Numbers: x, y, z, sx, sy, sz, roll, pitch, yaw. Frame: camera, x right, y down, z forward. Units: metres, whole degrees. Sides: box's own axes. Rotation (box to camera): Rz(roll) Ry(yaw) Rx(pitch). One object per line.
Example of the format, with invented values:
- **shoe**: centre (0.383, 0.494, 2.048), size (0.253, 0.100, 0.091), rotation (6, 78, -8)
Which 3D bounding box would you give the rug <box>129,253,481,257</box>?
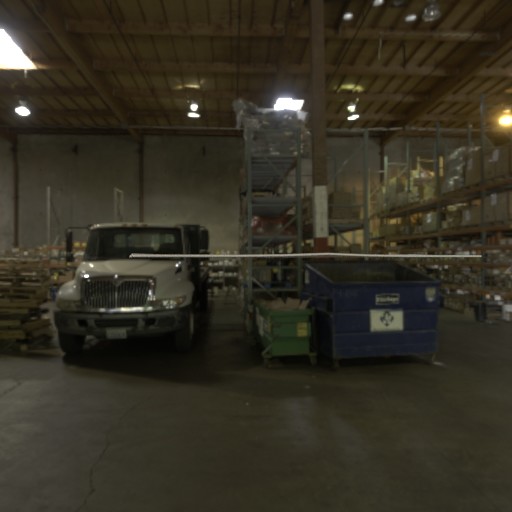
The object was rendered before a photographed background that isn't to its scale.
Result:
- **rug**: centre (0.000, 0.000, 4.461), size (2.428, 0.027, 3.333), rotation (0, 0, -16)
